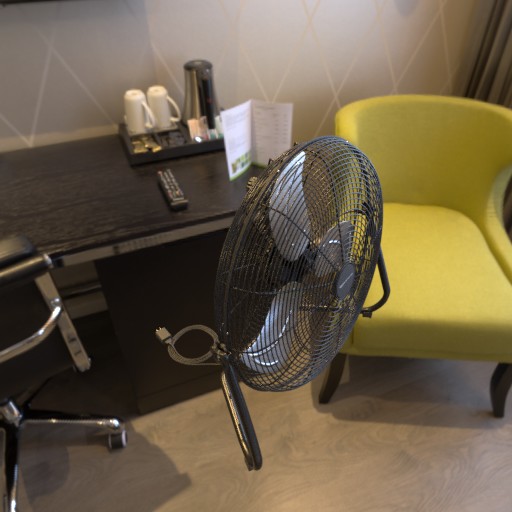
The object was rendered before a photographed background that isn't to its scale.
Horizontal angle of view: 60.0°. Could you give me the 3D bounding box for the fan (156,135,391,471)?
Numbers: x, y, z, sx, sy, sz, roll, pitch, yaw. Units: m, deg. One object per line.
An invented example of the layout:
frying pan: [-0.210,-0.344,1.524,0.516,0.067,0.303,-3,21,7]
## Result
fan: [0.000,0.000,1.001,0.470,0.605,0.595,26,47,28]
